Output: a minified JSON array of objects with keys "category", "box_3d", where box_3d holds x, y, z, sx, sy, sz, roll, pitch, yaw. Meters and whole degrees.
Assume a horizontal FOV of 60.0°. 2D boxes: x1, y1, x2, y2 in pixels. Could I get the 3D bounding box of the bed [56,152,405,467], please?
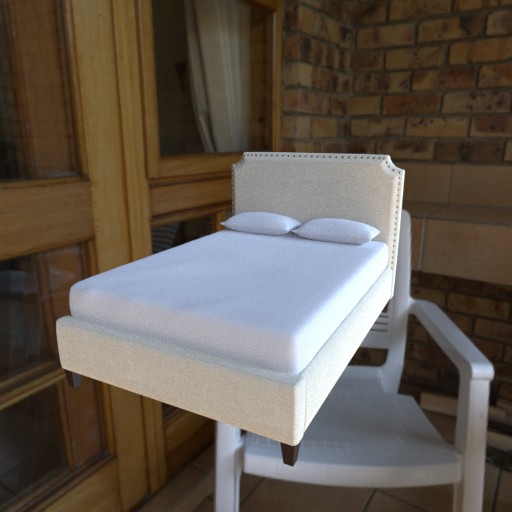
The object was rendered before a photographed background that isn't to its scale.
[{"category":"bed","box_3d":[0.000,0.000,3.408,1.713,1.457,2.381,8,17,26]}]
